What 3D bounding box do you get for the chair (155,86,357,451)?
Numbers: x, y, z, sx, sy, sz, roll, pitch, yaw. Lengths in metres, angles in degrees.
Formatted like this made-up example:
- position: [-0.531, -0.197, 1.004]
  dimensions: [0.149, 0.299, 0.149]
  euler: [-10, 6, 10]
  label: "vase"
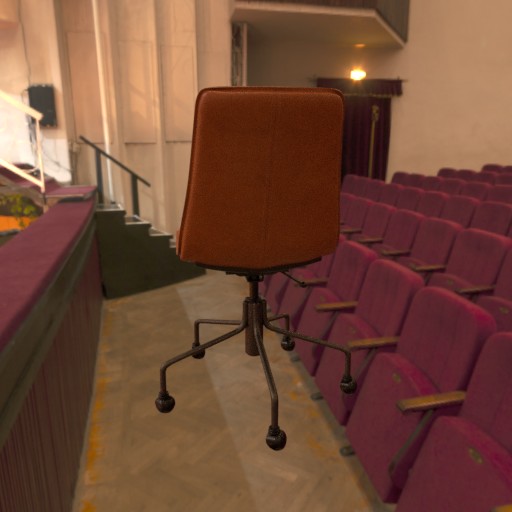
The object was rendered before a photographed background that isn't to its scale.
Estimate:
- position: [0.000, 0.000, 1.370]
  dimensions: [0.651, 0.920, 0.660]
  euler: [-2, 15, -9]
  label: "chair"
